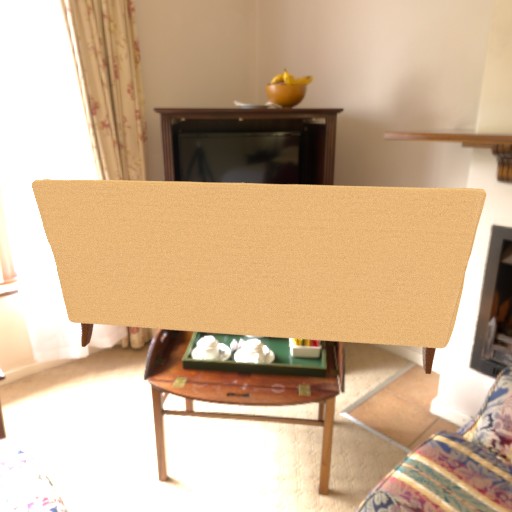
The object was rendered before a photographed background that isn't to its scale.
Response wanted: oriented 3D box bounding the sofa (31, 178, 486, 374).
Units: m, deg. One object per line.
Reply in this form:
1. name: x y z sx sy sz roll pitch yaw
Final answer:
1. sofa: 0.000 0.000 2.430 2.001 0.907 0.841 3 17 8
